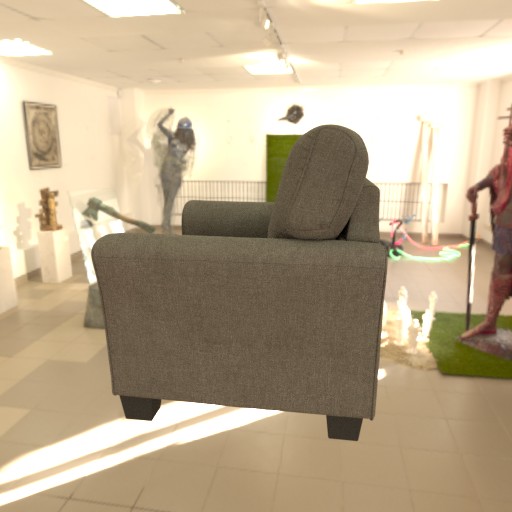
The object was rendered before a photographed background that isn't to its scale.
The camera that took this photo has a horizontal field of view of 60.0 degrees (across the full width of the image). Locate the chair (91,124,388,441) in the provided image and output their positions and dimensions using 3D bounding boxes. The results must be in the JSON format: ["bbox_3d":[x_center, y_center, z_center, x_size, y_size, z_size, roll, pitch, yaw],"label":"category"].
[{"bbox_3d":[0.000,0.000,1.622,0.816,0.890,0.941,2,14,9],"label":"chair"}]
